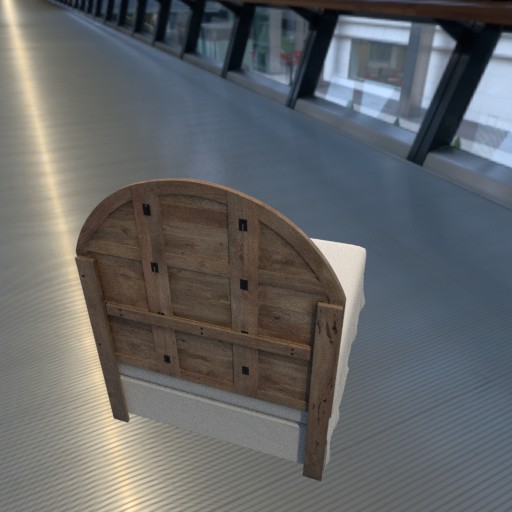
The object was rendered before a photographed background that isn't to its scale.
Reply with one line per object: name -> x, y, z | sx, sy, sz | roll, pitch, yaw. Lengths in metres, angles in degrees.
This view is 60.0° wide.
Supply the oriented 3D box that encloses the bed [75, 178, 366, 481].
bed -> 0.000, 0.000, 3.520 | 1.713, 2.002, 2.112 | 10, 32, 16
